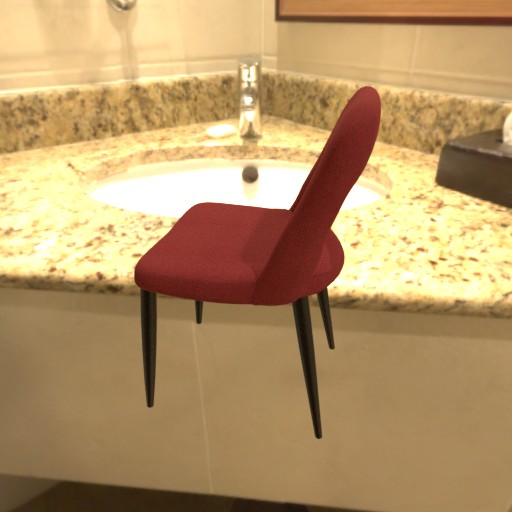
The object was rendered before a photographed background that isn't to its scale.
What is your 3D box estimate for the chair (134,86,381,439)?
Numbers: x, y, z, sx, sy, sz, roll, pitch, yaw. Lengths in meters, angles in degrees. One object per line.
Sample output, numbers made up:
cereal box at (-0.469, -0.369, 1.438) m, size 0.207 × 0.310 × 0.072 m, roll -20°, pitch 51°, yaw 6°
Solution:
chair at (0.000, 0.000, 1.235) m, size 0.569 × 0.892 × 0.483 m, roll 7°, pitch 30°, yaw 12°
